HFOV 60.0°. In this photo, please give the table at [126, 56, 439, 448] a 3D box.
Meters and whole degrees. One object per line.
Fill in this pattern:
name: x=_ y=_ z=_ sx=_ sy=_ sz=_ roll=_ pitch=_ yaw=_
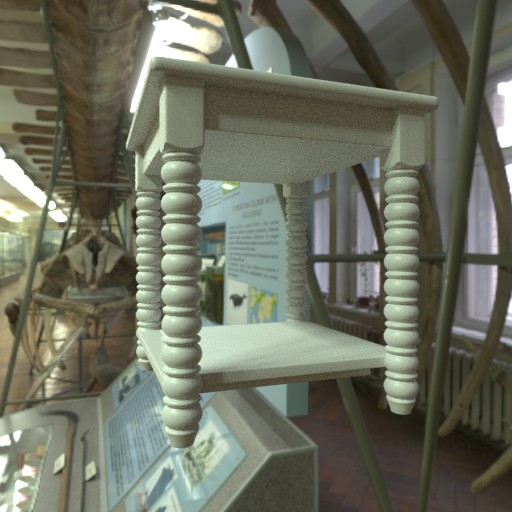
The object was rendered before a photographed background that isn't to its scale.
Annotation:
table: x=0.000 y=0.000 z=0.946 sx=0.500 sy=0.563 sz=0.533 roll=0 pitch=1 yaw=-20
